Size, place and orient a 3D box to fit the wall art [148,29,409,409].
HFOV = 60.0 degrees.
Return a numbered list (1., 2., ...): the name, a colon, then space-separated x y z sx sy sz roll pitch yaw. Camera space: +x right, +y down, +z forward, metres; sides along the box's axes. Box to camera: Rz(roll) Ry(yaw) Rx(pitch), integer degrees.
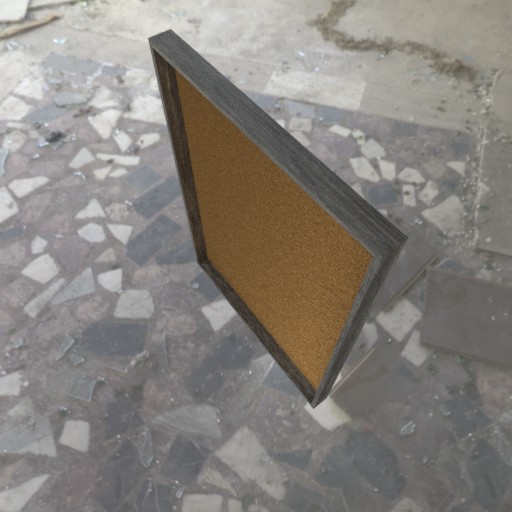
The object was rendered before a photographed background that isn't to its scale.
1. wall art: 0.000 0.000 1.319 0.063 1.016 0.762 -32 63 -19
